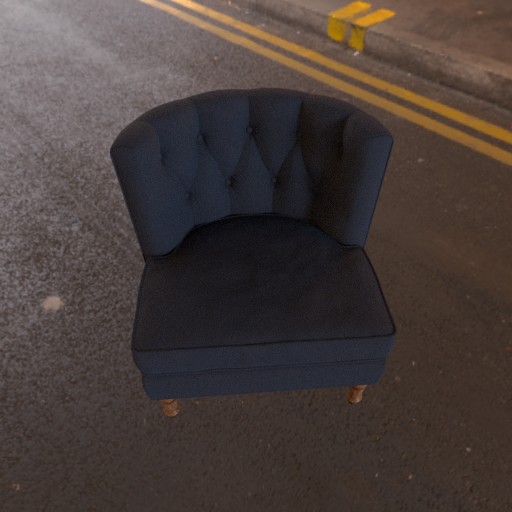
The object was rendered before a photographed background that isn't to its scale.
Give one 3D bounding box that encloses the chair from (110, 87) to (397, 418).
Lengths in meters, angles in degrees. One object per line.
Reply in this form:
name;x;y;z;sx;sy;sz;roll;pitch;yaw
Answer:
chair;0.000;0.000;1.361;0.740;0.771;0.718;-3;47;-3
